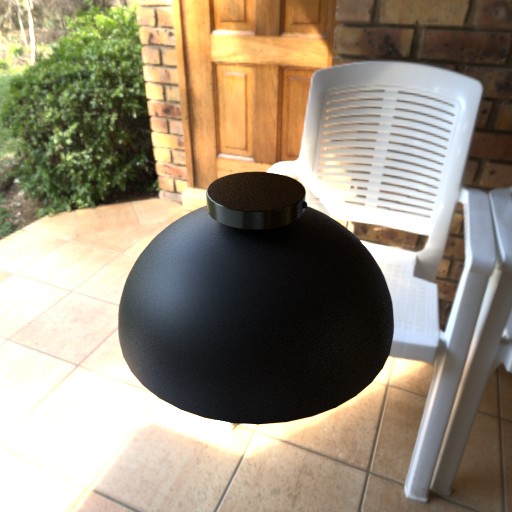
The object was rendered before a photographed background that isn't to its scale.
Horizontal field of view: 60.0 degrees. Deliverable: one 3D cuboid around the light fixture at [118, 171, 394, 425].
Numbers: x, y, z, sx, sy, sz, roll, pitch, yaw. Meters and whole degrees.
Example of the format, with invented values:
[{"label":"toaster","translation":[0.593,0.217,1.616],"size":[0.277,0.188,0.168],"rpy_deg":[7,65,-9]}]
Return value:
[{"label":"light fixture","translation":[0.000,0.000,0.547],"size":[0.355,0.177,0.355],"rpy_deg":[0,32,0]}]
